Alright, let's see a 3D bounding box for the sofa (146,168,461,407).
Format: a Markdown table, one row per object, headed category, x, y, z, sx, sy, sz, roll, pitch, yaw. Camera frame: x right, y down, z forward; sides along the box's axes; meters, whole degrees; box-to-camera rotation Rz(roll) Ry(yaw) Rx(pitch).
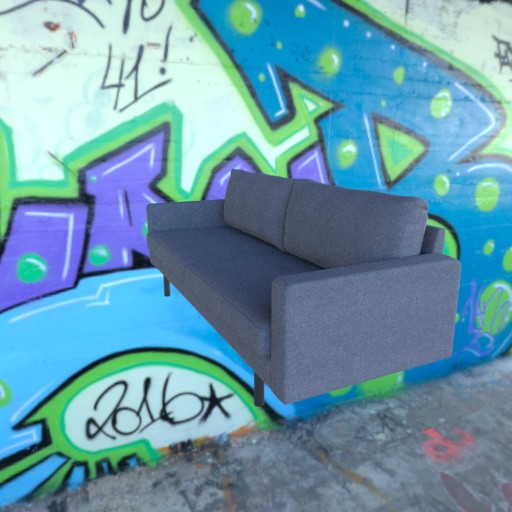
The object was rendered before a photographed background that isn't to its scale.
| category | x | y | z | sx | sy | sz | roll | pitch | yaw |
| --- | --- | --- | --- | --- | --- | --- | --- | --- | --- |
| sofa | 0.000 | 0.000 | 2.586 | 0.880 | 0.880 | 2.100 | -7 | 16 | -25 |
